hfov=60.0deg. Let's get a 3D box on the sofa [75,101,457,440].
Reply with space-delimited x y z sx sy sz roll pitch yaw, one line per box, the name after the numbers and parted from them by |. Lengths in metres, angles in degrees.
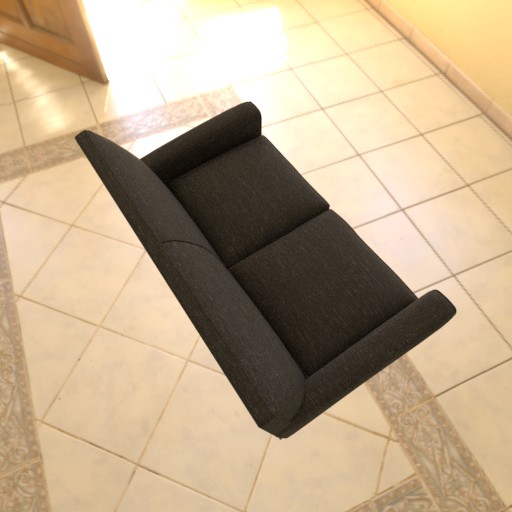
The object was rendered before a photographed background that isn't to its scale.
0.000 0.000 1.968 0.875 0.846 1.420 -30 63 -17 | sofa
